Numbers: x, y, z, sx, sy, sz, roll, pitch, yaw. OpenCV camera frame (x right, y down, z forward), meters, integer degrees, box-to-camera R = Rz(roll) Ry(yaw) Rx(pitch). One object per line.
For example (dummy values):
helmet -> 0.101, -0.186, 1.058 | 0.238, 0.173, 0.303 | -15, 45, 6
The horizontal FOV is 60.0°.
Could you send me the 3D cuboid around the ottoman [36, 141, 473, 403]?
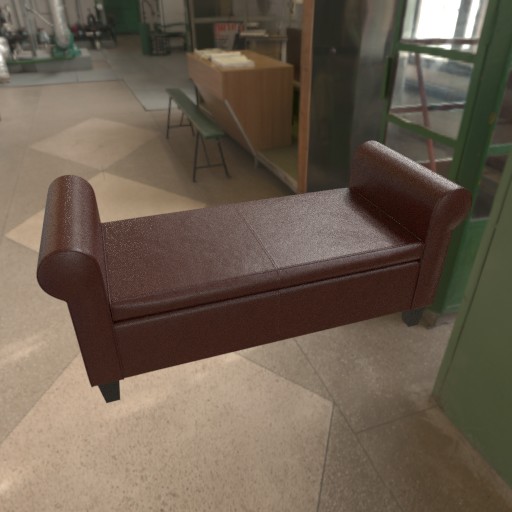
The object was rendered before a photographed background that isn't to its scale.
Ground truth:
ottoman -> 0.000, 0.000, 1.519 | 1.256, 0.547, 0.521 | -10, 33, -16
